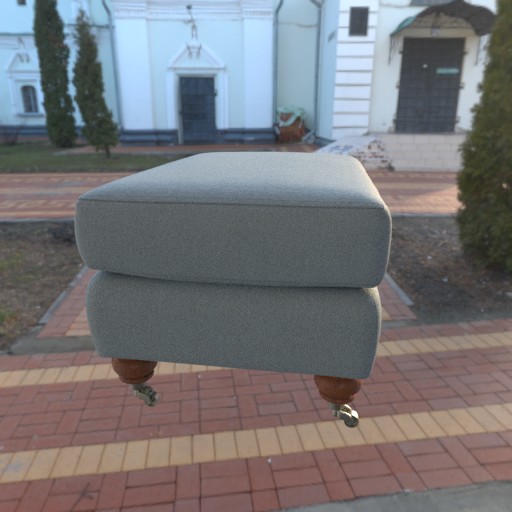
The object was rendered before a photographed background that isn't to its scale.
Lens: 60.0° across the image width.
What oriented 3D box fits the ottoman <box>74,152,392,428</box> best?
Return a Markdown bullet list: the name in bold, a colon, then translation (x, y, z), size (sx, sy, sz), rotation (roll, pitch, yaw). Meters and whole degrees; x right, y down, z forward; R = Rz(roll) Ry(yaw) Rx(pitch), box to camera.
- **ottoman**: translation (0.000, 0.000, 1.148), size (0.569, 0.499, 0.773), rotation (3, 18, 9)
